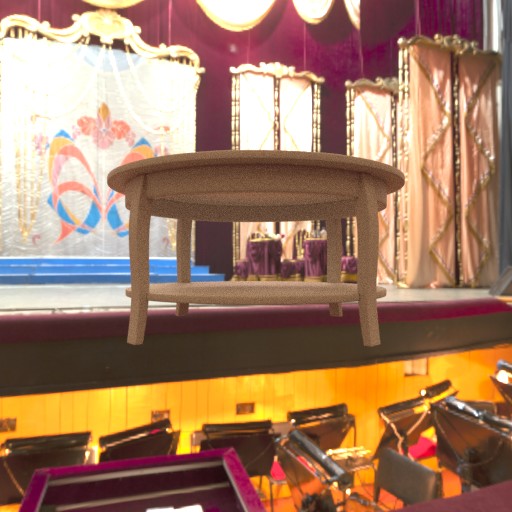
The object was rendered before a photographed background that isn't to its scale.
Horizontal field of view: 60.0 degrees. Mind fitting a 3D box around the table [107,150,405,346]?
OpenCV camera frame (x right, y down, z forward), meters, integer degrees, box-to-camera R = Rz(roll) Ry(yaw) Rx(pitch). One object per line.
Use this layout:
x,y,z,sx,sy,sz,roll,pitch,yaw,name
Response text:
0.000,0.000,1.426,0.910,0.457,0.910,0,-1,0,table
